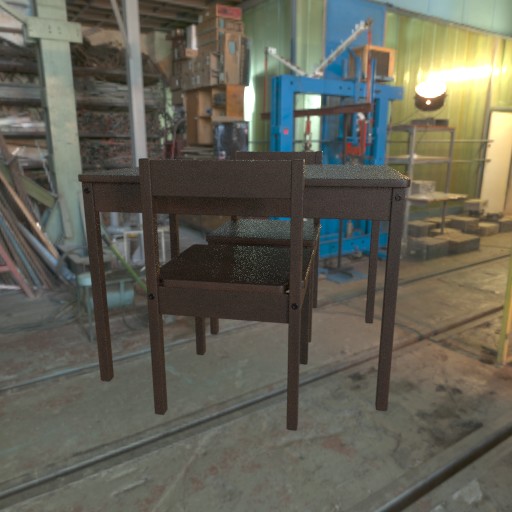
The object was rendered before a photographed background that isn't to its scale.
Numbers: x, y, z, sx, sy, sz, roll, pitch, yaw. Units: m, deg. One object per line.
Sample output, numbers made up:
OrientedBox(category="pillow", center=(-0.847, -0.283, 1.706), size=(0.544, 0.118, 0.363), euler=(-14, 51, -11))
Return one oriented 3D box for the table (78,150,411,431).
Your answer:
OrientedBox(category="table", center=(0.000, 0.000, 1.118), size=(0.650, 0.503, 0.672), euler=(3, 15, 10))
